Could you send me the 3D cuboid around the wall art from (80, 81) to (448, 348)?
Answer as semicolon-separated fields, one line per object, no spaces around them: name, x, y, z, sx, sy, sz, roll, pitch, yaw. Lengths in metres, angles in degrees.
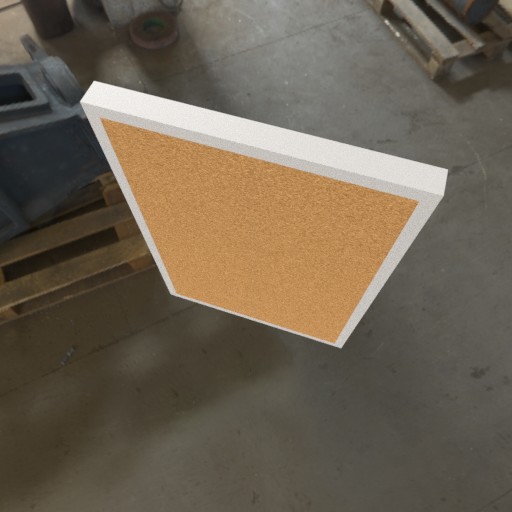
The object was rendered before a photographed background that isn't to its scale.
wall art;0.000;0.000;0.824;0.450;0.657;0.038;16;65;8
